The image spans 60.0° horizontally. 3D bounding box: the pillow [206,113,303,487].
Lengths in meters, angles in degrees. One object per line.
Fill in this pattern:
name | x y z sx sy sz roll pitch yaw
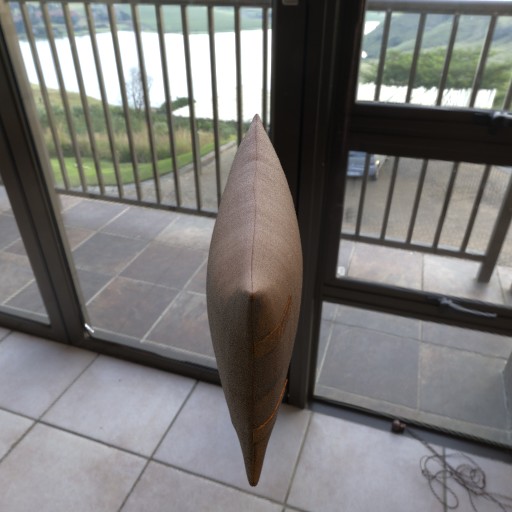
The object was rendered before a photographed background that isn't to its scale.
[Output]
pillow | 0.000 0.000 0.737 0.148 0.308 0.612 0 33 0
